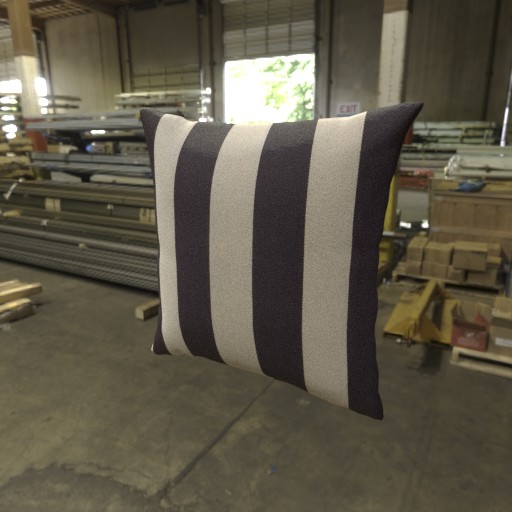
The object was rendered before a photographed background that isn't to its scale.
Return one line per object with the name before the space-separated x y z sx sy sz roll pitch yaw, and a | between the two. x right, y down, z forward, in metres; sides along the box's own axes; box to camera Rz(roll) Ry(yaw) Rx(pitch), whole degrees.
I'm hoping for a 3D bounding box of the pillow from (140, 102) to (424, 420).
pillow | 0.000 0.000 0.813 0.536 0.526 0.189 9 18 28
